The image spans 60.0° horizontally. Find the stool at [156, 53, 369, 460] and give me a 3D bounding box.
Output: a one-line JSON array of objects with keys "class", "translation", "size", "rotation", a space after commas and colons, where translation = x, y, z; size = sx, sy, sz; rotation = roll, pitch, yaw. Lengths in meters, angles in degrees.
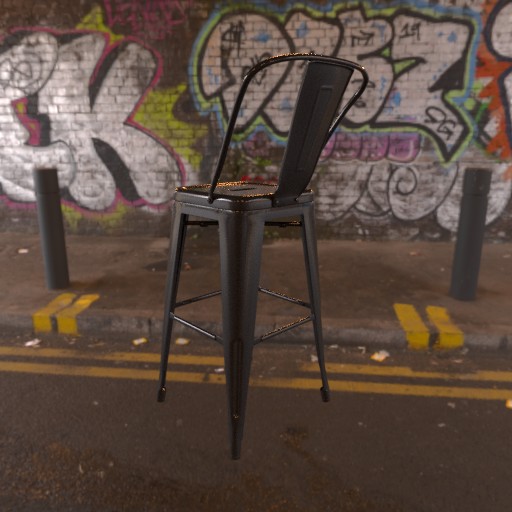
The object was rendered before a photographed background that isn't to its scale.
[{"class": "stool", "translation": [0.000, 0.000, 1.303], "size": [0.432, 1.022, 0.528], "rotation": [-14, 20, -42]}]
